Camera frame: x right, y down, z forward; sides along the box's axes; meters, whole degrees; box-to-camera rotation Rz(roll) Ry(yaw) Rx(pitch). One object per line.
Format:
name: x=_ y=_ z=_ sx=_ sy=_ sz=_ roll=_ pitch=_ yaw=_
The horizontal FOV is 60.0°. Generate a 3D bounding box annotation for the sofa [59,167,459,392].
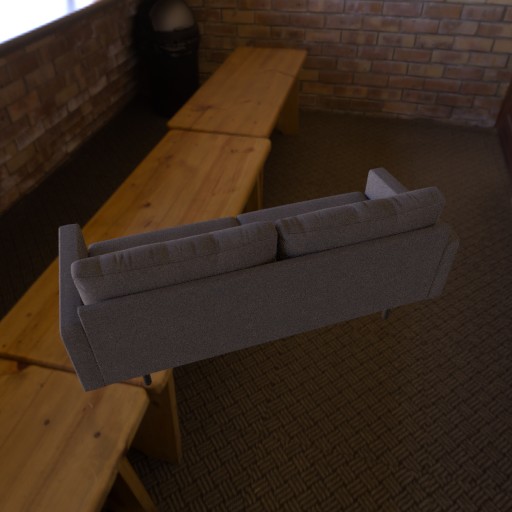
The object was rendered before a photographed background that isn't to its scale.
sofa: x=0.000 y=0.000 z=2.610 sx=2.100 sy=0.880 sz=0.880 roll=-12 pitch=42 yaw=-14
